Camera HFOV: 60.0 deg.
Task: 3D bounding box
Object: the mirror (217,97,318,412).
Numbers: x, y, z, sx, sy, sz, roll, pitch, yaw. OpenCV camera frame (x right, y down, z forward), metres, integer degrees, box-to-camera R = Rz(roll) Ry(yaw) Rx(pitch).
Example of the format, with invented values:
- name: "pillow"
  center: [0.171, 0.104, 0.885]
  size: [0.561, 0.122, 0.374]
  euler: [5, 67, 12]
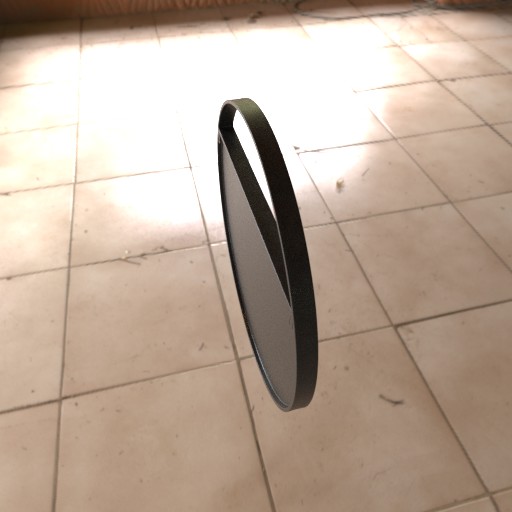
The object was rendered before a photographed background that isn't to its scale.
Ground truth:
- name: "mirror"
  center: [0.000, 0.000, 0.838]
  size: [0.032, 0.565, 0.565]
  euler: [-11, 47, -10]
